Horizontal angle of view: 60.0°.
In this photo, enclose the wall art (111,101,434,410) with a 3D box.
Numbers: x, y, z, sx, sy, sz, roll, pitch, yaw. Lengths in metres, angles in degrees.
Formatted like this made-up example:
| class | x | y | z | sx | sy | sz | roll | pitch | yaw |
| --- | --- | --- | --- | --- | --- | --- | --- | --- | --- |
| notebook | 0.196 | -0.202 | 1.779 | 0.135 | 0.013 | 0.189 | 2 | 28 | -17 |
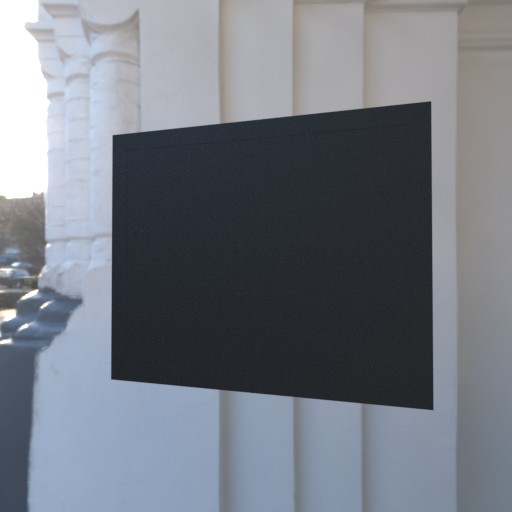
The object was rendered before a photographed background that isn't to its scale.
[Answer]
| class | x | y | z | sx | sy | sz | roll | pitch | yaw |
| --- | --- | --- | --- | --- | --- | --- | --- | --- | --- |
| wall art | 0.000 | 0.000 | 0.755 | 0.558 | 0.457 | 0.029 | 0 | -1 | 18 |
